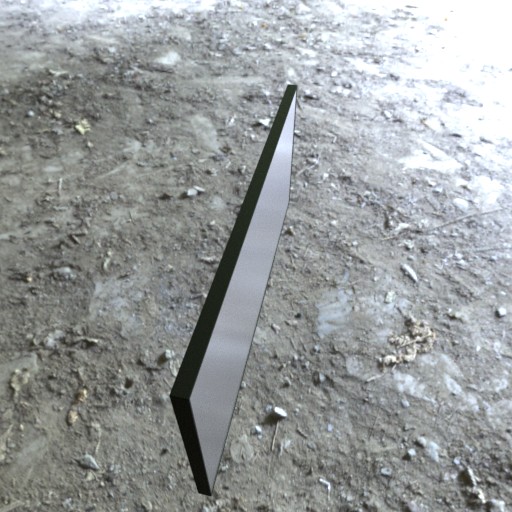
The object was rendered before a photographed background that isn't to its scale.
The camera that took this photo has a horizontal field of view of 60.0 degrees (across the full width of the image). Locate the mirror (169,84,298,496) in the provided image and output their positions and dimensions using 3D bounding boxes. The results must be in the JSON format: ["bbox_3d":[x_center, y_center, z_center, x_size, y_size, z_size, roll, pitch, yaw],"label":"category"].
[{"bbox_3d":[0.000,0.000,1.765,0.047,0.692,1.584,9,46,9],"label":"mirror"}]
